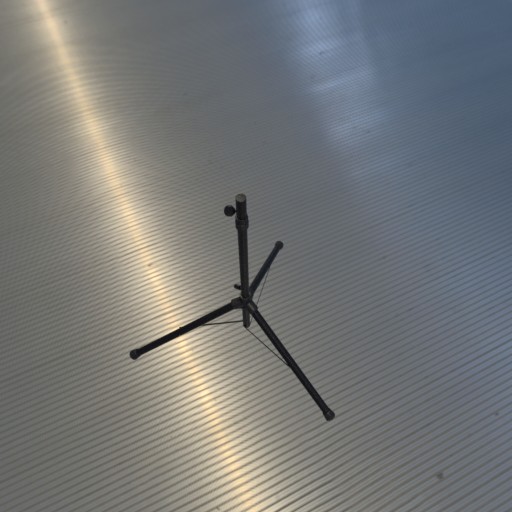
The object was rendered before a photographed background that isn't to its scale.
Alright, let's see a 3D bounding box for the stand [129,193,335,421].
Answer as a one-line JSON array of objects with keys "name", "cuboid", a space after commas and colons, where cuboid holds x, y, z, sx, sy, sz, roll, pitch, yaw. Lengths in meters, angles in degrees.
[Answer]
[{"name": "stand", "cuboid": [0.000, 0.000, 1.893, 1.045, 1.136, 0.907, 16, 59, 10]}]
